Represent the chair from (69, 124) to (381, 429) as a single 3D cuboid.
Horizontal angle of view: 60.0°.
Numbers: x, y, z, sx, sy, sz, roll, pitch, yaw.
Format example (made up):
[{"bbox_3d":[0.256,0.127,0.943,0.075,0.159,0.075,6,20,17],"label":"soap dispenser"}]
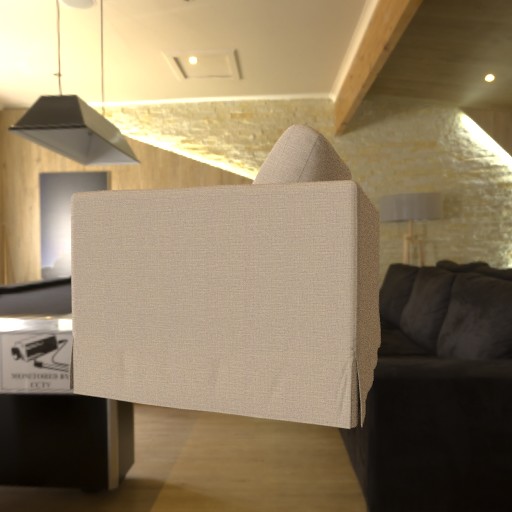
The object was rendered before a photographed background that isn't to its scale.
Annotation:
[{"bbox_3d":[0.000,0.000,1.832,0.957,0.878,1.150,0,2,18],"label":"chair"}]
